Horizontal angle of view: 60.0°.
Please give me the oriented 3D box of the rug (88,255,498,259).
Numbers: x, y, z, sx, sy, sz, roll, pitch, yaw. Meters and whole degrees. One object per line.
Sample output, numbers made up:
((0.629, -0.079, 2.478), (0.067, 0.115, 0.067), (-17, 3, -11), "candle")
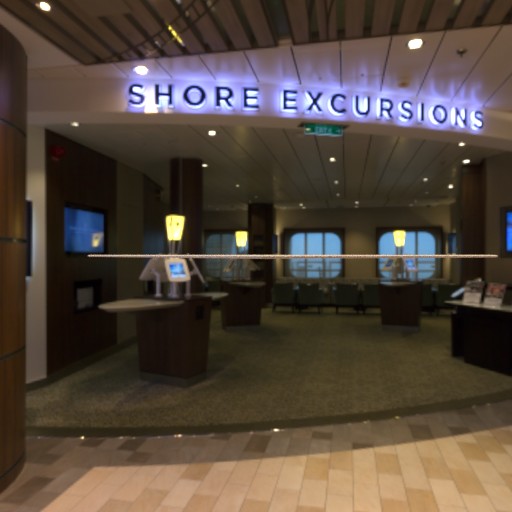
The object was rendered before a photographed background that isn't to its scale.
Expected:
((0.000, 0.000, 2.271), (1.219, 0.010, 1.829), (0, 0, -34), "rug")
